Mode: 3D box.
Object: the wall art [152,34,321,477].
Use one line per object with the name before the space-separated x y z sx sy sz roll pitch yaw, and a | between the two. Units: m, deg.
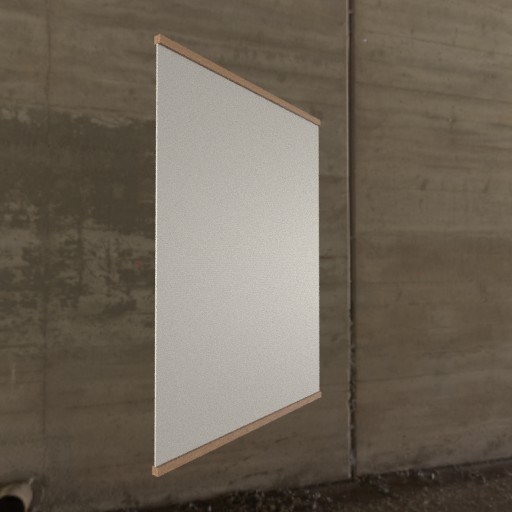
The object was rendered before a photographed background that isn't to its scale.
wall art | 0.000 0.000 0.795 0.012 0.608 0.459 -1 -2 37
